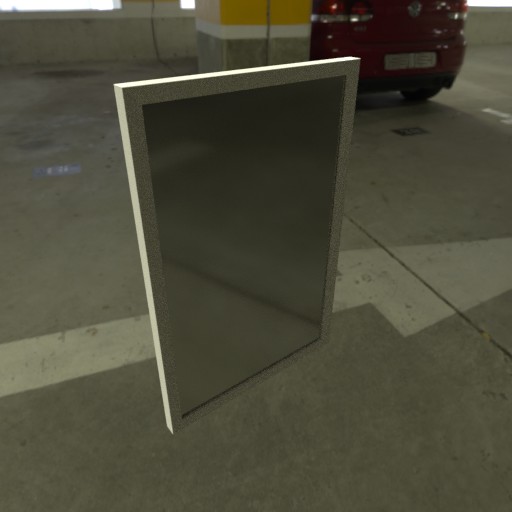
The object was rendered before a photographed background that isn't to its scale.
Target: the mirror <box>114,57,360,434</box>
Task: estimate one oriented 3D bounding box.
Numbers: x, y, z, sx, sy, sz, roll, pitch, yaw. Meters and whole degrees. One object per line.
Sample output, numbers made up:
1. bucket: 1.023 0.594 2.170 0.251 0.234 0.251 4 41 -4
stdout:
1. mirror: 0.000 0.000 1.165 0.609 0.914 0.041 -22 37 -31
